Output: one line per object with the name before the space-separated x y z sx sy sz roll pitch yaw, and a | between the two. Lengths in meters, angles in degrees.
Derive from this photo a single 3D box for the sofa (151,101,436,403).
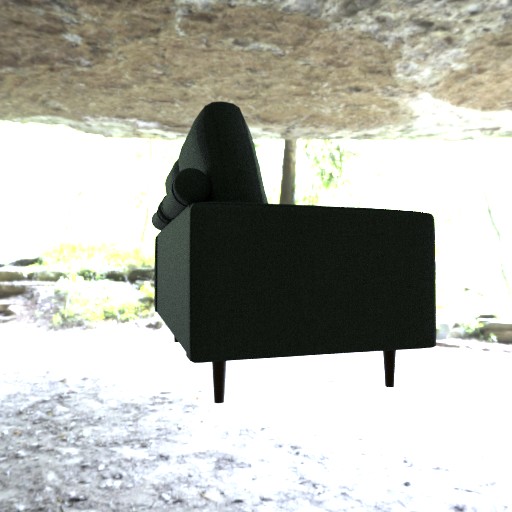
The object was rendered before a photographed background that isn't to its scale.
sofa | 0.000 0.000 1.954 0.842 0.907 1.407 0 -1 -17
